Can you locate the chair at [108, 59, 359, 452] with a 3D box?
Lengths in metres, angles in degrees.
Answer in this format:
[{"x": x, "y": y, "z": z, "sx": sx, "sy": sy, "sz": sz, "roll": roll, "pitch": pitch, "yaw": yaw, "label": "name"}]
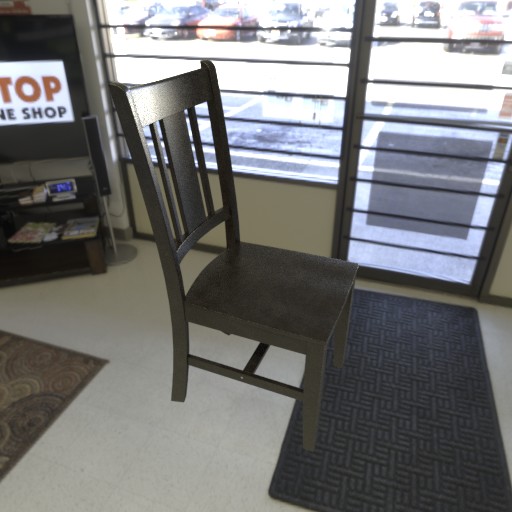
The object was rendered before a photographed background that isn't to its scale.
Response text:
[{"x": 0.000, "y": 0.000, "z": 1.308, "sx": 0.555, "sy": 0.998, "sz": 0.450, "roll": 12, "pitch": 33, "yaw": 19, "label": "chair"}]
